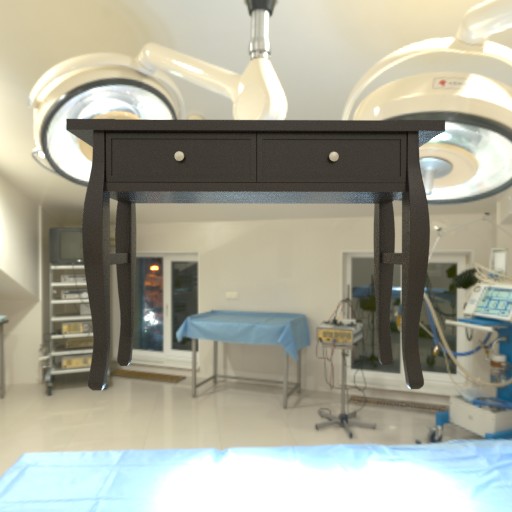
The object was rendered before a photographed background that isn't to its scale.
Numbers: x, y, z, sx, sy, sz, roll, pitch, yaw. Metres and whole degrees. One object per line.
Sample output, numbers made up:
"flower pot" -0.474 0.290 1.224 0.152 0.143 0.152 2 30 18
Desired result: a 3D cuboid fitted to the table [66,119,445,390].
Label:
"table" 0.000 0.000 1.422 1.062 0.768 0.373 0 1 -1
